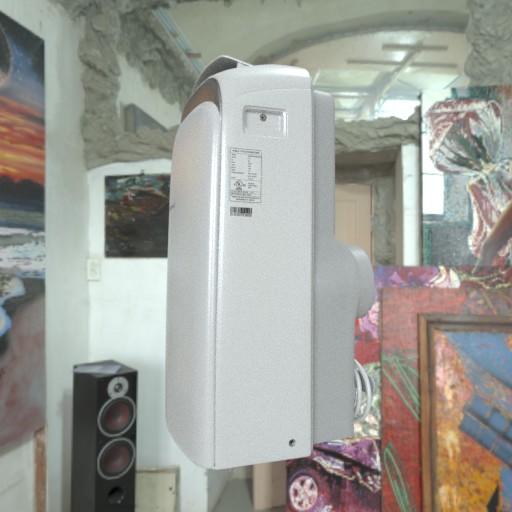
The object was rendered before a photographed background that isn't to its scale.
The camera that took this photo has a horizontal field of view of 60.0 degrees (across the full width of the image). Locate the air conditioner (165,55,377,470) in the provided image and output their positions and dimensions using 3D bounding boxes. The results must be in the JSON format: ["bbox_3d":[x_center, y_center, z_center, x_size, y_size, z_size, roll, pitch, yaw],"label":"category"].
[{"bbox_3d":[0.000,0.000,1.045,0.414,0.786,0.449,0,0,-17],"label":"air conditioner"}]
